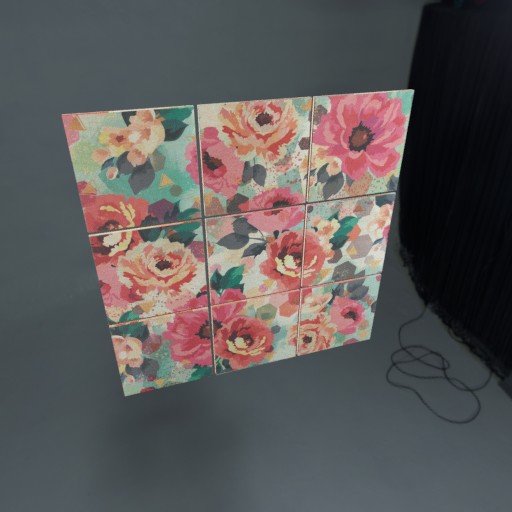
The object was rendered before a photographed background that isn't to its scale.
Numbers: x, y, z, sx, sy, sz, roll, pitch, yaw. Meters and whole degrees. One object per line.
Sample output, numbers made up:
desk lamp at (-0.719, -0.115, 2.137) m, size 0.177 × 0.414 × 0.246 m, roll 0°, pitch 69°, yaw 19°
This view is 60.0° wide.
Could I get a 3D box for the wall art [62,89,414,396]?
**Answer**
wall art at (0.000, 0.000, 1.346) m, size 0.911 × 0.910 × 0.012 m, roll -9°, pitch 33°, yaw -15°
